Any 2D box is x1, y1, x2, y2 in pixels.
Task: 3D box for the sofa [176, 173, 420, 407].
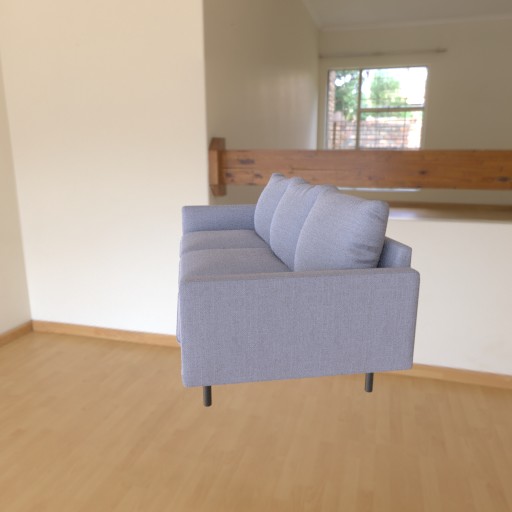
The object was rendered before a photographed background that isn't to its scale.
[{"bbox_3d":[0.000,0.000,2.459,0.850,0.830,2.000,-2,14,-9],"label":"sofa"}]
